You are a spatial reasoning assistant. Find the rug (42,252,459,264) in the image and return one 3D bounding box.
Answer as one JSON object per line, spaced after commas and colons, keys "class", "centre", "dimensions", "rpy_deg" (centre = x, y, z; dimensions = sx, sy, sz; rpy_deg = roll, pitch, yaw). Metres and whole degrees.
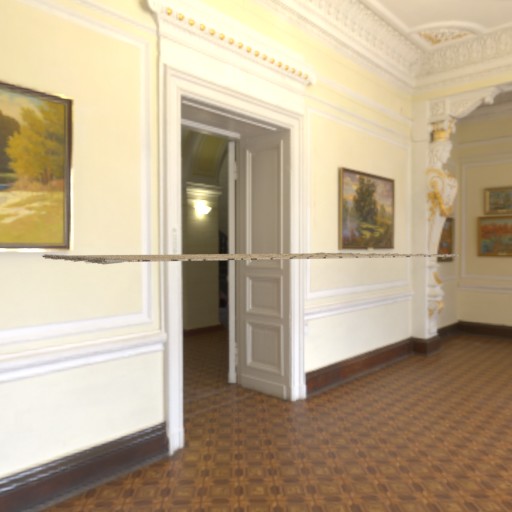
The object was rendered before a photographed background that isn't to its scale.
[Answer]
{"class": "rug", "centre": [0.000, 0.000, 3.031], "dimensions": [2.472, 0.035, 1.495], "rpy_deg": [-1, 1, -34]}
